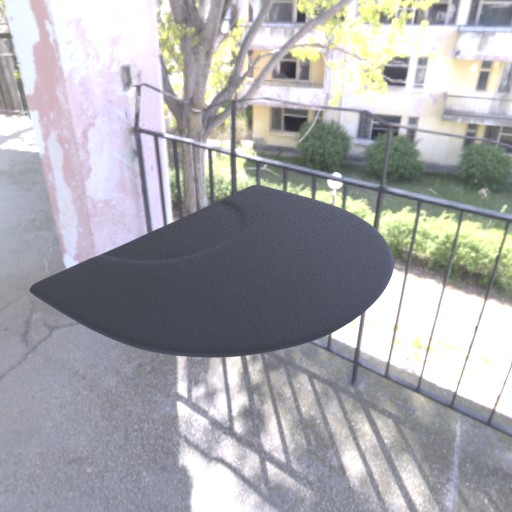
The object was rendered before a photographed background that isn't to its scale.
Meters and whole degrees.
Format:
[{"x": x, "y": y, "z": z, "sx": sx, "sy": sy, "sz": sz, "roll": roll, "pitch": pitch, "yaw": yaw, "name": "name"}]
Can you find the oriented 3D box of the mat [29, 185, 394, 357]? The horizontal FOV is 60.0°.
[{"x": 0.000, "y": 0.000, "z": 1.586, "sx": 0.917, "sy": 0.016, "sz": 1.220, "roll": 20, "pitch": 34, "yaw": 32, "name": "mat"}]
